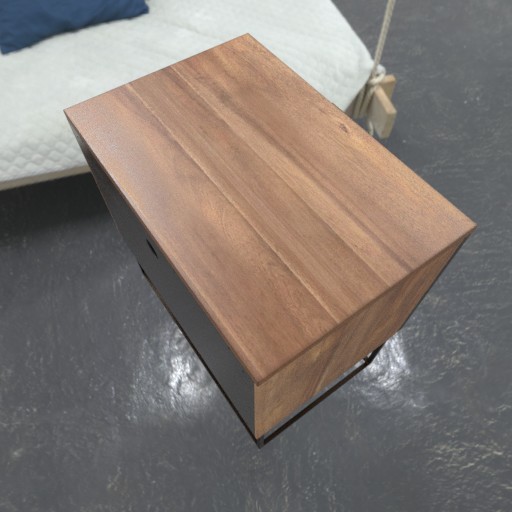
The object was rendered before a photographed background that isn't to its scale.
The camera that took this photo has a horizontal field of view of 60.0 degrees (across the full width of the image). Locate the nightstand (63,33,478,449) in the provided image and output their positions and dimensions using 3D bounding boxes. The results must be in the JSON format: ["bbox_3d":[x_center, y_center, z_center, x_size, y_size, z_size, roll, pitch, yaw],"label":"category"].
[{"bbox_3d":[0.000,0.000,0.996,0.427,0.611,0.605,-31,64,-18],"label":"nightstand"}]
